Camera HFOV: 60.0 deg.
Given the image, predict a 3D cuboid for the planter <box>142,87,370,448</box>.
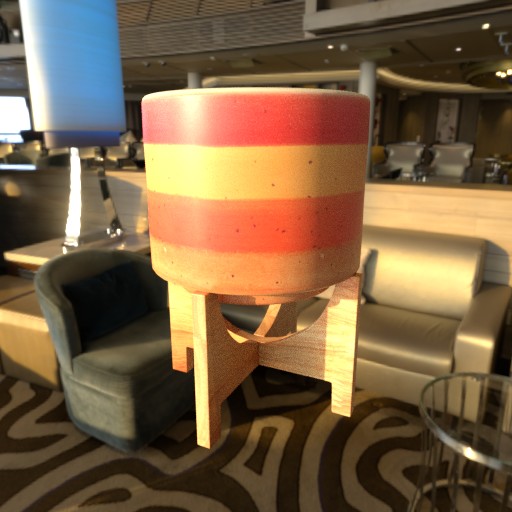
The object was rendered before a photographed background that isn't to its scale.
[{"bbox_3d":[0.000,0.000,0.563,0.269,0.379,0.269,0,15,0],"label":"planter"}]
